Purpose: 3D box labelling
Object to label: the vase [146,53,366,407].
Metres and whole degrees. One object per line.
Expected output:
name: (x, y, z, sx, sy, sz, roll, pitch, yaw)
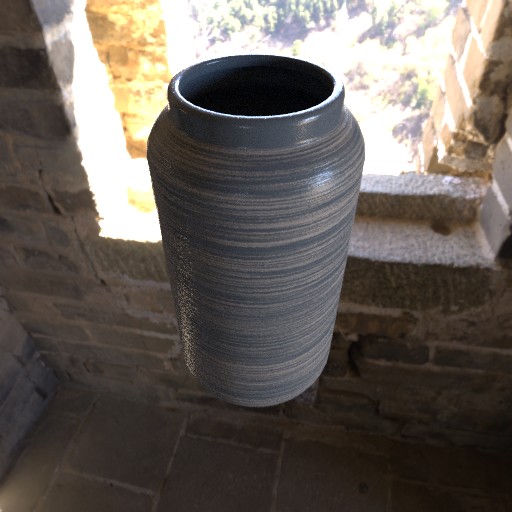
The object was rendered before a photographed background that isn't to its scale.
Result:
vase: (0.000, 0.000, 0.293, 0.116, 0.230, 0.116, 0, 42, 0)
